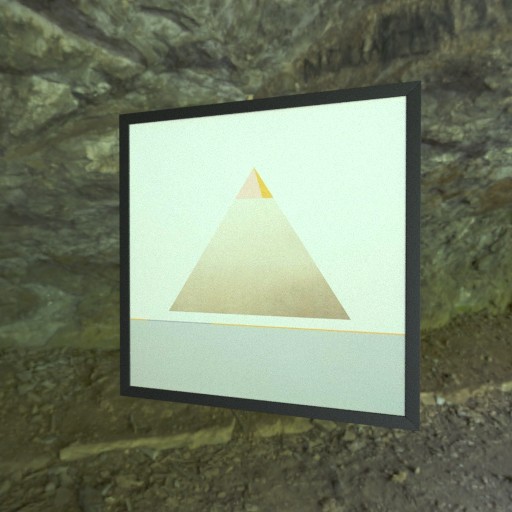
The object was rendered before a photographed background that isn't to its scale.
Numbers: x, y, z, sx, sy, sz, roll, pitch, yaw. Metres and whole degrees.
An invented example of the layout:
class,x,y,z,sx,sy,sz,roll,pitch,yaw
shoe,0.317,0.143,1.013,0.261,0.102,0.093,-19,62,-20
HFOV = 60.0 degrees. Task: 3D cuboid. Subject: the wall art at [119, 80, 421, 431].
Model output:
class,x,y,z,sx,sy,sz,roll,pitch,yaw
wall art,0.000,0.000,0.738,0.513,0.511,0.028,0,1,18
